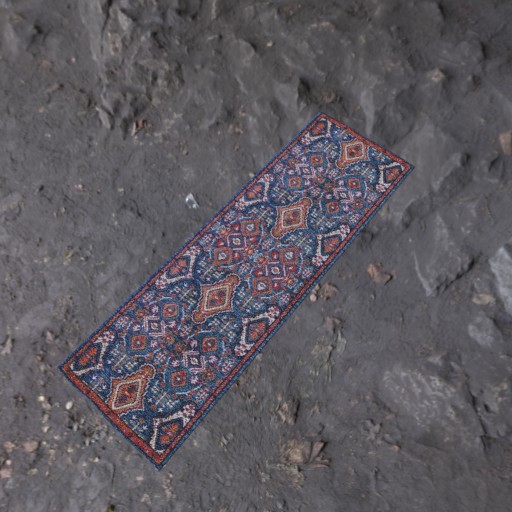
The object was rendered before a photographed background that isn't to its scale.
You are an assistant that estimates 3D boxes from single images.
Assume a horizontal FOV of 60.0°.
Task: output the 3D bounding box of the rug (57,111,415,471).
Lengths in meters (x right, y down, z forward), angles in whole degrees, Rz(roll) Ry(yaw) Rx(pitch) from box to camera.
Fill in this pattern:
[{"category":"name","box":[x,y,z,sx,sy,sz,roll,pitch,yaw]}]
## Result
[{"category":"rug","box":[0.000,0.000,2.728,0.801,0.010,2.459,37,69,17]}]
